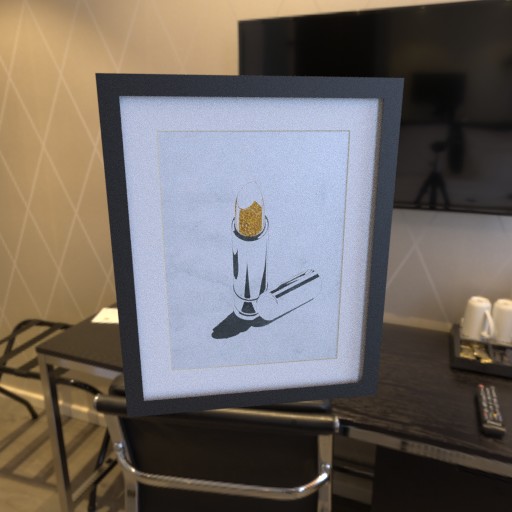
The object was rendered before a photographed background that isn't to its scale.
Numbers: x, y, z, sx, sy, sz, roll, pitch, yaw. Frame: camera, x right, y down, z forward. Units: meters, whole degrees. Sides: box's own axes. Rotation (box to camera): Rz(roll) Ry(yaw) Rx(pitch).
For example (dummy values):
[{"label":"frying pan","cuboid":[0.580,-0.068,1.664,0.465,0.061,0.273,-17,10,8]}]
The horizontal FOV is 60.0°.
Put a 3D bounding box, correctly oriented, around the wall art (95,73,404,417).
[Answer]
[{"label":"wall art","cuboid":[0.000,0.000,0.741,0.457,0.559,0.029,-2,16,-8]}]
